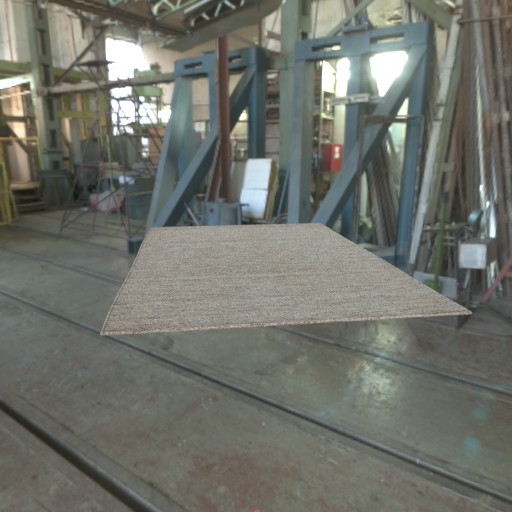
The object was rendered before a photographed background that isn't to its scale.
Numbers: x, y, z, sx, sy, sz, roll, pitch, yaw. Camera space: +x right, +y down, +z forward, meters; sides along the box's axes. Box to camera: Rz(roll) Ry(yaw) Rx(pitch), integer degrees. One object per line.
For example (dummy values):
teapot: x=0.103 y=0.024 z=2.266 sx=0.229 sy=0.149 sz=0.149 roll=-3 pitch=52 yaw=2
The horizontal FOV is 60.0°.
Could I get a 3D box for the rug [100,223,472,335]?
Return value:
rug: x=0.000 y=0.000 z=2.888 sx=1.547 sy=0.013 sz=2.283 roll=-2 pitch=14 yaw=-8
